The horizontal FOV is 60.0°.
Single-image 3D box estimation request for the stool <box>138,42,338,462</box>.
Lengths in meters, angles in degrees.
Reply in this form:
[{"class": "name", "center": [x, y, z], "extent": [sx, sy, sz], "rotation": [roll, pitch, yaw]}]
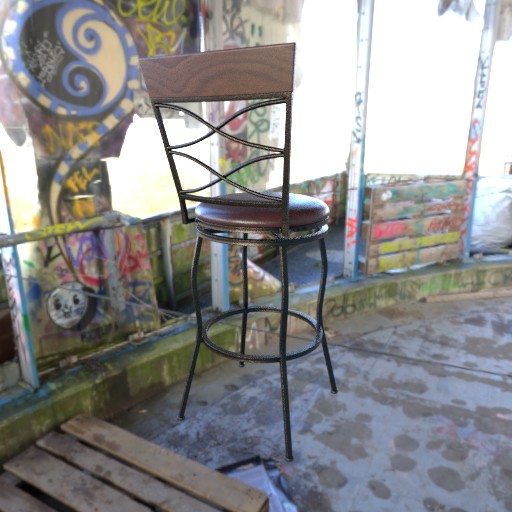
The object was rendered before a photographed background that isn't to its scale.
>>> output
[{"class": "stool", "center": [0.000, 0.000, 1.406], "extent": [0.448, 1.130, 0.513], "rotation": [8, 18, 28]}]
